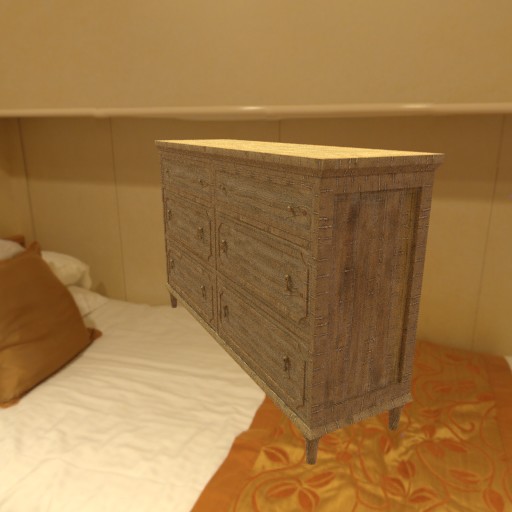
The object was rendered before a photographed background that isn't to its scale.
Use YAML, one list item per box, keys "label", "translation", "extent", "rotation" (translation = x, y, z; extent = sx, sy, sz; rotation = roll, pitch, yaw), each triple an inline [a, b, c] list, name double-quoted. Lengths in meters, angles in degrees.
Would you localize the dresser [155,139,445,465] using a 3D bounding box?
- label: "dresser"
  translation: [0.000, 0.000, 2.094]
  extent: [0.457, 1.016, 1.626]
  rotation: [-8, 18, -27]
